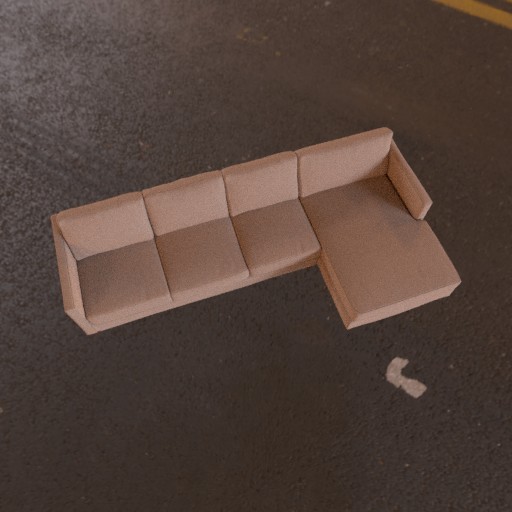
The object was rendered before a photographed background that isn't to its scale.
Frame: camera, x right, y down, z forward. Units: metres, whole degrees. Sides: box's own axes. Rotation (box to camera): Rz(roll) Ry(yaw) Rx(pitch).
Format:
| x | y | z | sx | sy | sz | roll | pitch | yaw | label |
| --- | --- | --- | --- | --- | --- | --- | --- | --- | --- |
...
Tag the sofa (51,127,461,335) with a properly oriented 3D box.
| x | y | z | sx | sy | sz | roll | pitch | yaw | label |
| --- | --- | --- | --- | --- | --- | --- | --- | --- | --- |
| 0.000 | 0.000 | 3.875 | 3.186 | 0.861 | 1.625 | -17 | 63 | -9 | sofa |
